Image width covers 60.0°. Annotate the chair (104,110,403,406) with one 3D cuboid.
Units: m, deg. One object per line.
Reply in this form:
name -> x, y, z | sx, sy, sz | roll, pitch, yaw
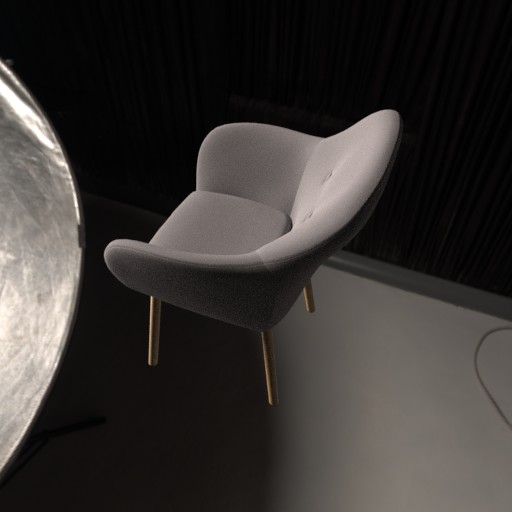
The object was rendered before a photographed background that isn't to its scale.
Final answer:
chair -> 0.000, 0.000, 1.233 | 0.590, 0.830, 0.570 | 17, 49, 15
